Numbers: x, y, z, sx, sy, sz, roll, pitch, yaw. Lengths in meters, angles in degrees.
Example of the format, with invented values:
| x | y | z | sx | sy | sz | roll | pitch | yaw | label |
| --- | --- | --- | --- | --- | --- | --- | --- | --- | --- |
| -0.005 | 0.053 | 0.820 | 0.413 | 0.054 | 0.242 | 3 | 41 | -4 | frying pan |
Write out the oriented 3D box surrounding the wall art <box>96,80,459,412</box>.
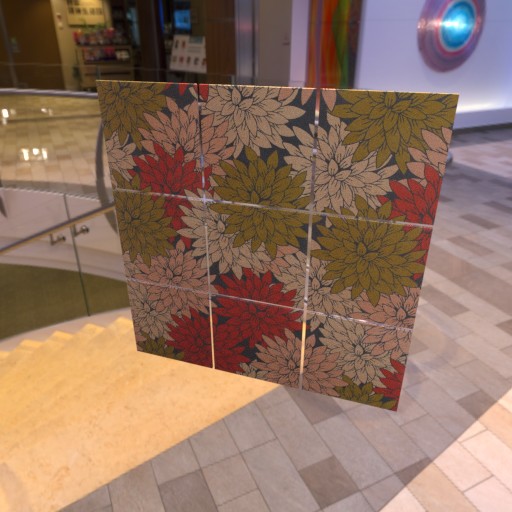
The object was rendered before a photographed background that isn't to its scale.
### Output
| x | y | z | sx | sy | sz | roll | pitch | yaw | label |
| --- | --- | --- | --- | --- | --- | --- | --- | --- | --- |
| 0.000 | 0.000 | 2.134 | 1.519 | 1.534 | 0.013 | 9 | 28 | 16 | wall art |
